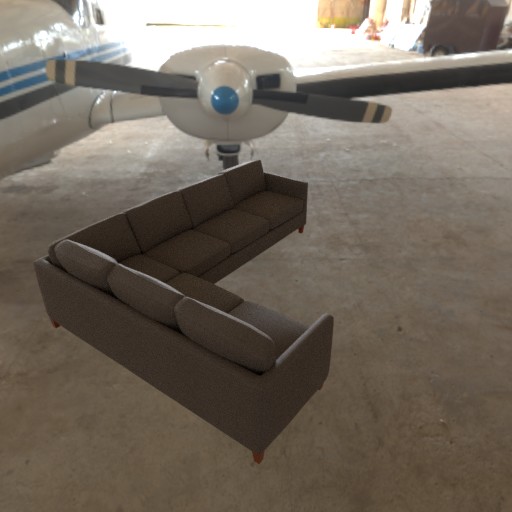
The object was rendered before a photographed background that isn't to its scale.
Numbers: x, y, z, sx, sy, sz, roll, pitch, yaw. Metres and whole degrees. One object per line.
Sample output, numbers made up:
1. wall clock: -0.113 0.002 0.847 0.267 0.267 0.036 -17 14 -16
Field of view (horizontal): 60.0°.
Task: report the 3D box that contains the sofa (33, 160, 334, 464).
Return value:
1. sofa: 0.000 0.000 4.535 2.593 0.947 3.302 20 35 31
